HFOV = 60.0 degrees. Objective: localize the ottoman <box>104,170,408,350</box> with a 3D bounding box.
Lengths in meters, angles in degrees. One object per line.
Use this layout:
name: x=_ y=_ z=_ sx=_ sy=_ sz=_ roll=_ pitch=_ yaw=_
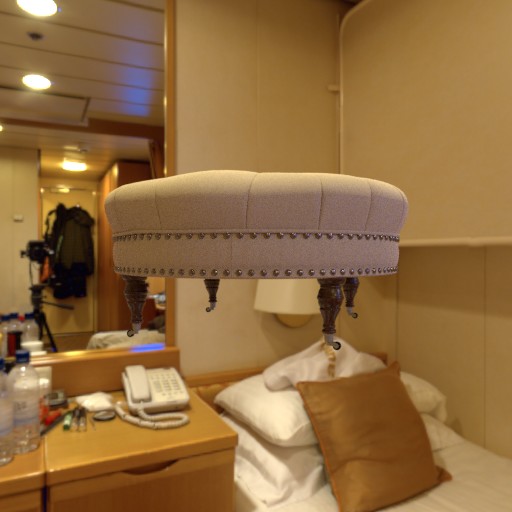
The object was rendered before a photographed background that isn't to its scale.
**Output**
ottoman: x=0.000 y=0.000 z=1.386 sx=0.901 sy=0.439 sz=0.901 roll=0 pitch=0 yaw=0
